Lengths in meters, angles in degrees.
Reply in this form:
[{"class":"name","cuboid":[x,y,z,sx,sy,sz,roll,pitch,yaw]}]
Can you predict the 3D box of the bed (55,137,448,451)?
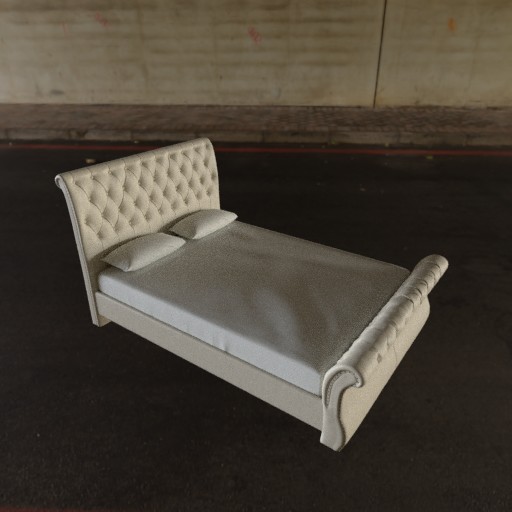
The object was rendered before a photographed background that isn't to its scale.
[{"class":"bed","cuboid":[0.000,0.000,3.447,2.493,1.268,1.606,18,32,31]}]
